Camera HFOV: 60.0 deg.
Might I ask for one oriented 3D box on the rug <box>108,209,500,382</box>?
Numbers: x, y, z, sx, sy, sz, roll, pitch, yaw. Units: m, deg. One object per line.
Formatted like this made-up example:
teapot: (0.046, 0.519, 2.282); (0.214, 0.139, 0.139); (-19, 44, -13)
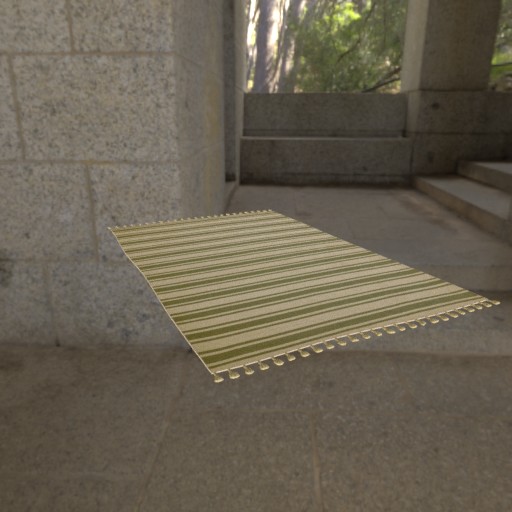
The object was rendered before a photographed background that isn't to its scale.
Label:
rug: (0.000, 0.000, 2.231); (1.162, 0.013, 1.875); (-9, 20, -25)
